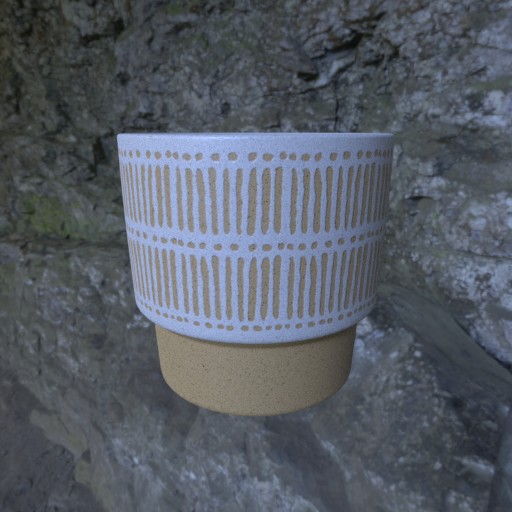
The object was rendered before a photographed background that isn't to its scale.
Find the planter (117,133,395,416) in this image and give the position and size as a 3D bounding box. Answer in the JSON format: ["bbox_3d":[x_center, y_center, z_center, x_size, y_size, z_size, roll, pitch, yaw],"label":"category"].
[{"bbox_3d":[0.000,0.000,0.568,0.317,0.303,0.317,0,16,0],"label":"planter"}]
